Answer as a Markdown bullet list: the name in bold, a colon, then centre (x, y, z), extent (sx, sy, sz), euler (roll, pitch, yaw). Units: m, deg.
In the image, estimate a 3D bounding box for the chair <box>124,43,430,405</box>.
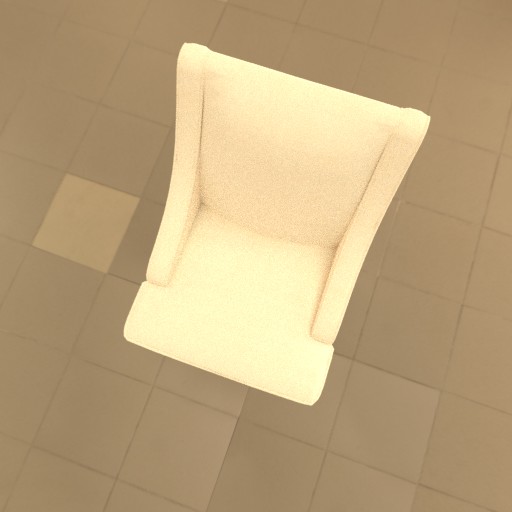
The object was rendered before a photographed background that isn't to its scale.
- **chair**: centre (0.000, 0.000, 1.476), extent (0.689, 0.886, 0.806), euler (19, 77, 4)
